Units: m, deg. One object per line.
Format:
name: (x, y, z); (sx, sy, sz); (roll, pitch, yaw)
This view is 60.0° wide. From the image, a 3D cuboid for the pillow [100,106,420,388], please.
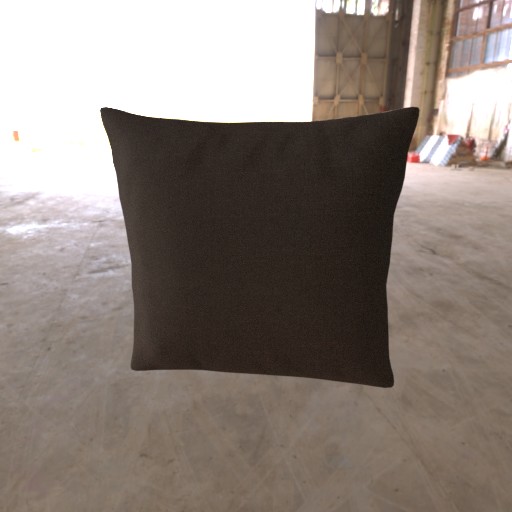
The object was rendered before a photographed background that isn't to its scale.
pillow: (0.000, 0.000, 0.790); (0.523, 0.506, 0.166); (2, 18, 7)
